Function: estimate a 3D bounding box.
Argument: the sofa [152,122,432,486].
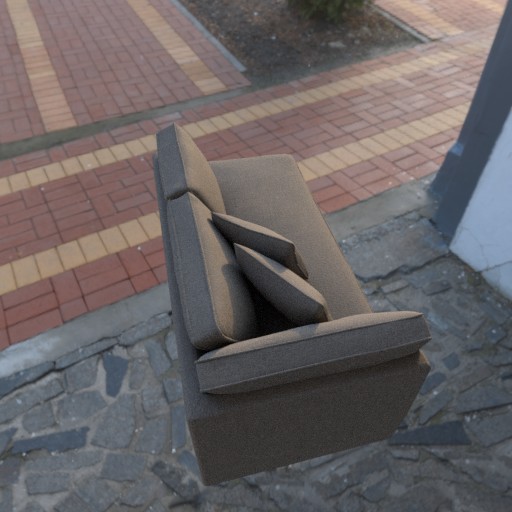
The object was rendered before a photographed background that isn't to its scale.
[{"bbox_3d":[0.000,0.000,2.780,1.110,1.033,2.237,-10,46,-9],"label":"sofa"}]
